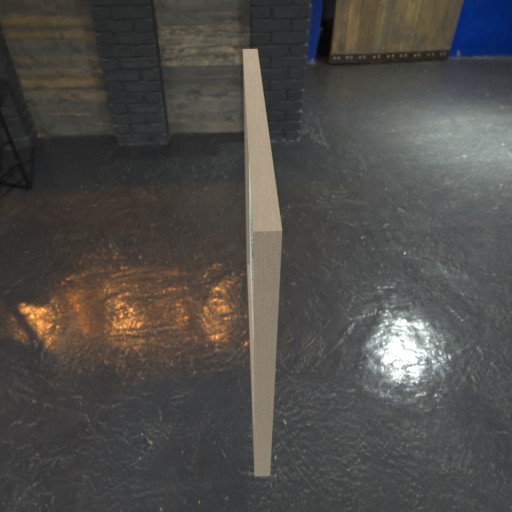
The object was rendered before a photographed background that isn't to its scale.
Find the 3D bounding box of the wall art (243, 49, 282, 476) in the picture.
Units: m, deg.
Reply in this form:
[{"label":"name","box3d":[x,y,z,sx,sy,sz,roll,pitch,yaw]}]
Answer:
[{"label":"wall art","box3d":[0.000,0.000,1.114,0.038,0.758,0.761,-2,41,-2]}]
